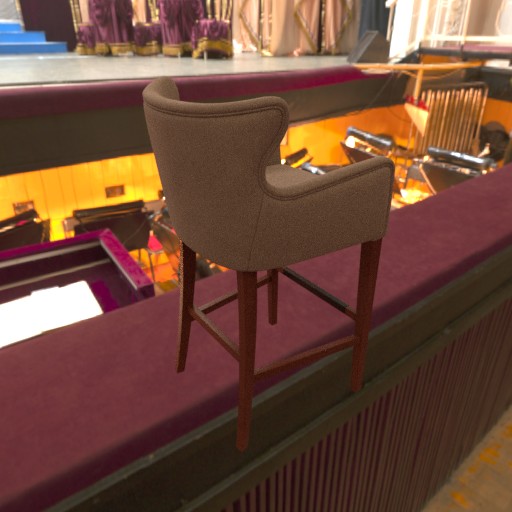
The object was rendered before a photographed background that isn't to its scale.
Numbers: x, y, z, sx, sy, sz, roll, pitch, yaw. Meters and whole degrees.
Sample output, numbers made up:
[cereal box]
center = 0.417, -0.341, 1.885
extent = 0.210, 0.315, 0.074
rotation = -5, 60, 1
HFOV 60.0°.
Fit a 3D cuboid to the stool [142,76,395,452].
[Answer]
[stool]
center = 0.000, 0.000, 1.416
extent = 0.575, 1.047, 0.575
rotation = -18, 33, -31
